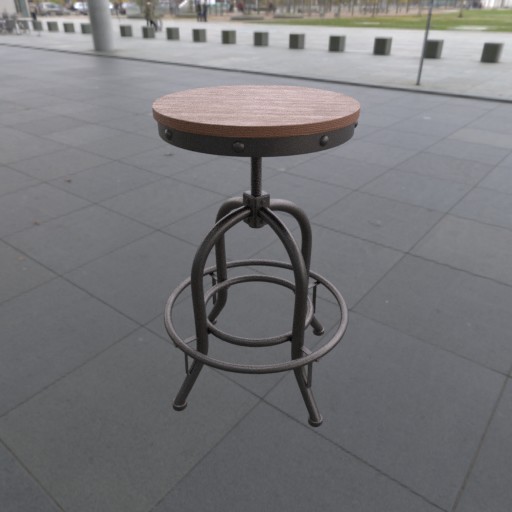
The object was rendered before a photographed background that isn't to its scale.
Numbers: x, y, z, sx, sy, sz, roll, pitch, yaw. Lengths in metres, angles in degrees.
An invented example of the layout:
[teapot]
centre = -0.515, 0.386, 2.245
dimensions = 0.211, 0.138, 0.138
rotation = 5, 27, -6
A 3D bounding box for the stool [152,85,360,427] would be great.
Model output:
[stool]
centre = 0.000, 0.000, 0.908
dimensions = 0.439, 0.609, 0.439
rotation = -20, 35, -31
